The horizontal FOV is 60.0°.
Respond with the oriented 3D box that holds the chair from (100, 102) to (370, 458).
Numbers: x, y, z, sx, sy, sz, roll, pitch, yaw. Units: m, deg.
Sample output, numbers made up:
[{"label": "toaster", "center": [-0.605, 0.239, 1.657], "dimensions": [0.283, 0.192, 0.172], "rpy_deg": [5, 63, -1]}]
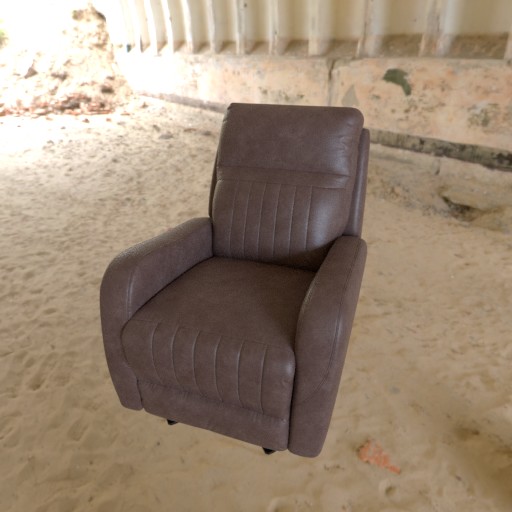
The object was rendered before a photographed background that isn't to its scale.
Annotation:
[{"label": "chair", "center": [0.000, 0.000, 1.773], "dimensions": [0.865, 1.067, 1.067], "rpy_deg": [9, 27, 18]}]
